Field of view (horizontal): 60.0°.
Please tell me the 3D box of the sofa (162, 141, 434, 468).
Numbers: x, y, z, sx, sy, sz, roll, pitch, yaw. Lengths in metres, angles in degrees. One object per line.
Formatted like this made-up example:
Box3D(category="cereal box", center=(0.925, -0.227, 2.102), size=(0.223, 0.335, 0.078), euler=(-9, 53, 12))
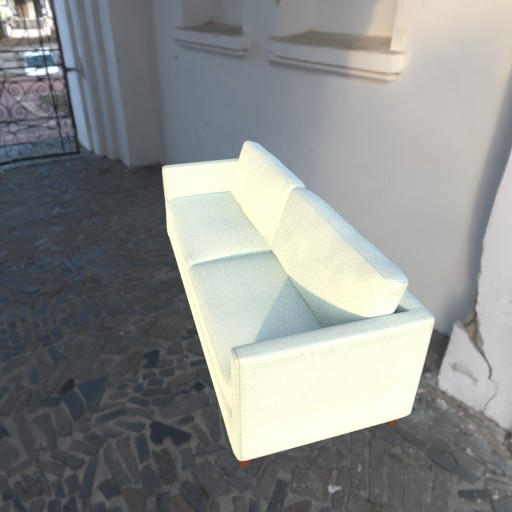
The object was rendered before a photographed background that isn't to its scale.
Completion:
Box3D(category="sofa", center=(0.000, 0.000, 2.957), size=(0.948, 0.965, 2.434), euler=(-9, 31, -15))
